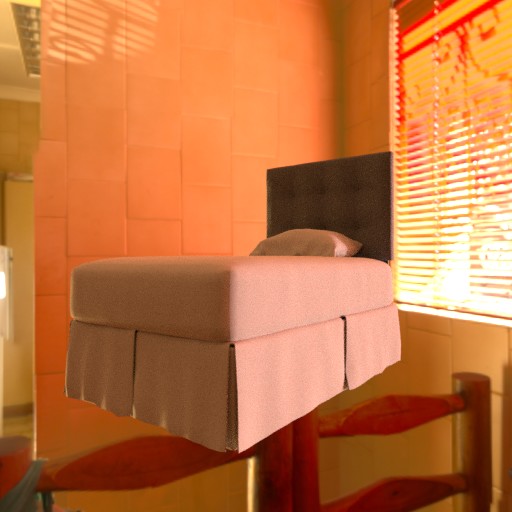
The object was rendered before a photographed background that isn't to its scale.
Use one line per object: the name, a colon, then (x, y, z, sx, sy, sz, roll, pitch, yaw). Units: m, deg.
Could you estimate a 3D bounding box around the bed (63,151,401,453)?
bed: (0.000, 0.000, 2.870, 1.261, 1.571, 1.997, 0, 0, 37)
